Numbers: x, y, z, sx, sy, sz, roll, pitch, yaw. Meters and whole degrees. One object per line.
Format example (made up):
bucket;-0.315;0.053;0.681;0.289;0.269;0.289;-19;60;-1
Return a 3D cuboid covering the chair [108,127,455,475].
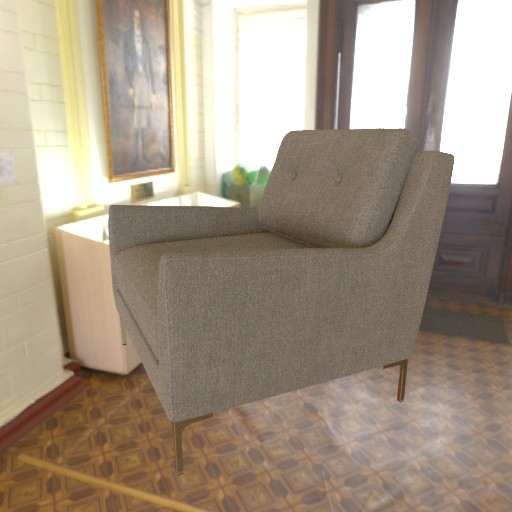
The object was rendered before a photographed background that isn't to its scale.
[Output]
chair;0.000;0.000;1.492;0.849;0.828;0.847;-7;17;-25
